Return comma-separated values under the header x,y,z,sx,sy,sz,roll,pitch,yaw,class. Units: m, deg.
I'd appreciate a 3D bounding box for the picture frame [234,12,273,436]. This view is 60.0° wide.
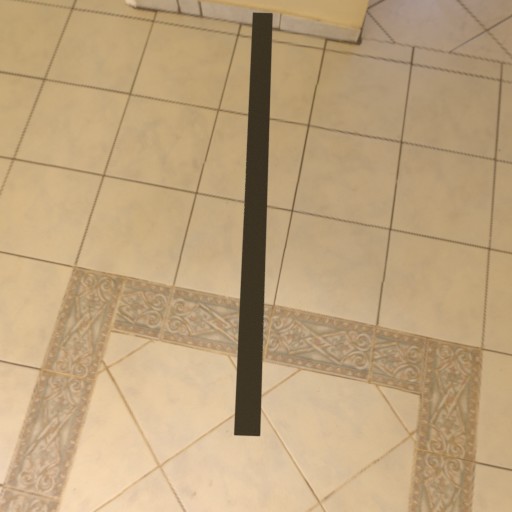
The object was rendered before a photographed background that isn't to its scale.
x,y,z,sx,sy,sz,roll,pitch,yaw,class
0.000,0.000,0.820,0.029,0.557,0.559,2,74,1,picture frame
